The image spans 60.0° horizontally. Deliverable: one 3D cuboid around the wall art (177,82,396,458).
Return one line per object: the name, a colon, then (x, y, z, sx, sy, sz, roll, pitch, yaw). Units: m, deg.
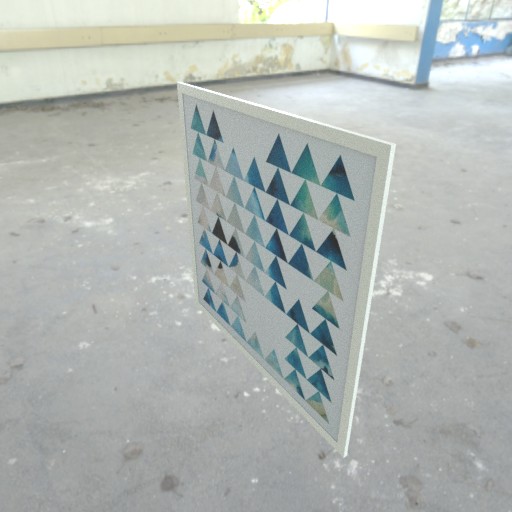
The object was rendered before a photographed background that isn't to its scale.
wall art: (0.000, 0.000, 1.229, 0.012, 0.809, 0.809, -19, 35, -30)
